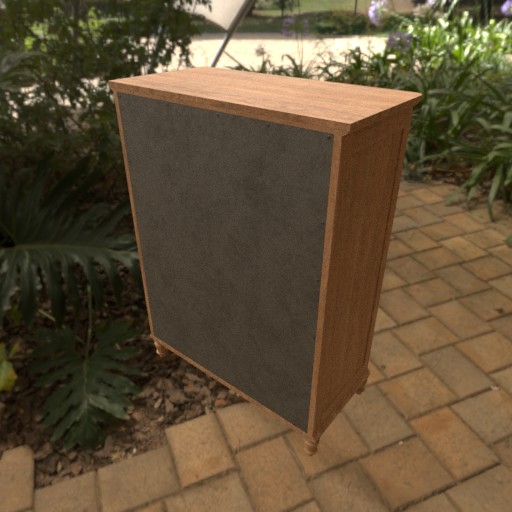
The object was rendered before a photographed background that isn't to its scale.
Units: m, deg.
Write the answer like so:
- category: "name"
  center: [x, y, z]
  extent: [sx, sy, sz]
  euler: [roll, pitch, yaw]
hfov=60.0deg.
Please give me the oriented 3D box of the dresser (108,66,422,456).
- category: "dresser"
  center: [0.000, 0.000, 1.821]
  extent: [0.973, 1.318, 0.484]
  euler: [22, 37, 33]
